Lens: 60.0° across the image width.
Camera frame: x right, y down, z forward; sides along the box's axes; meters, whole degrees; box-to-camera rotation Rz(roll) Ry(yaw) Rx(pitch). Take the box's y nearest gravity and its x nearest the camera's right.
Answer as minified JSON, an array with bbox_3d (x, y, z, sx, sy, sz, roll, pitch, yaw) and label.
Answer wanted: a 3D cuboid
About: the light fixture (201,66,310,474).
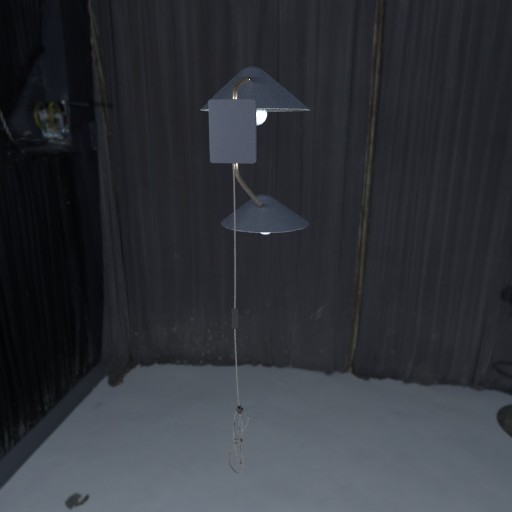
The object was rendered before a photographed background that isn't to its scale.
[{"bbox_3d":[0.000,0.000,0.852,0.189,0.665,0.422,3,17,9],"label":"light fixture"}]
